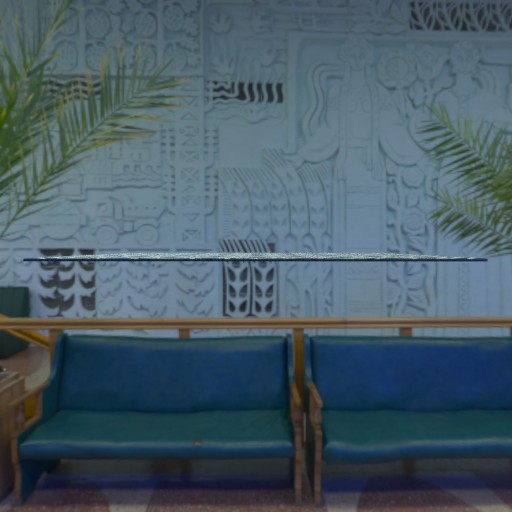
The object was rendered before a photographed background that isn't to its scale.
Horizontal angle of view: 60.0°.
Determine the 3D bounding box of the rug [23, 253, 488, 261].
[{"bbox_3d":[0.000,0.000,3.871,2.881,0.020,2.270,0,1,0],"label":"rug"}]
